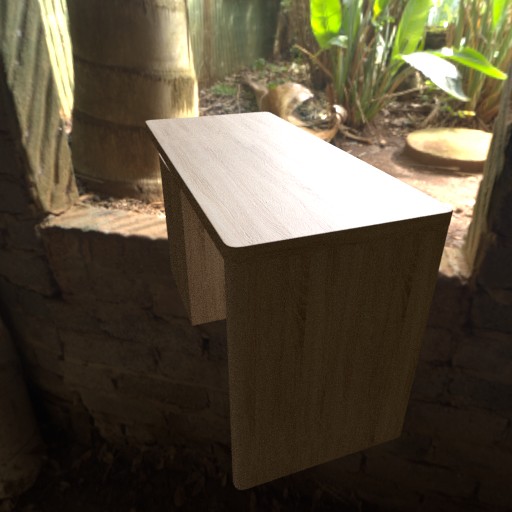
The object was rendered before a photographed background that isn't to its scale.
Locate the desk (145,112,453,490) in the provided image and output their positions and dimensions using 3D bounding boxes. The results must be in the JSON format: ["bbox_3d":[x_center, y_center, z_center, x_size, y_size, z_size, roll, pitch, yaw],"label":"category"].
[{"bbox_3d":[0.000,0.000,1.608,0.550,0.760,1.200,-10,31,-17],"label":"desk"}]
